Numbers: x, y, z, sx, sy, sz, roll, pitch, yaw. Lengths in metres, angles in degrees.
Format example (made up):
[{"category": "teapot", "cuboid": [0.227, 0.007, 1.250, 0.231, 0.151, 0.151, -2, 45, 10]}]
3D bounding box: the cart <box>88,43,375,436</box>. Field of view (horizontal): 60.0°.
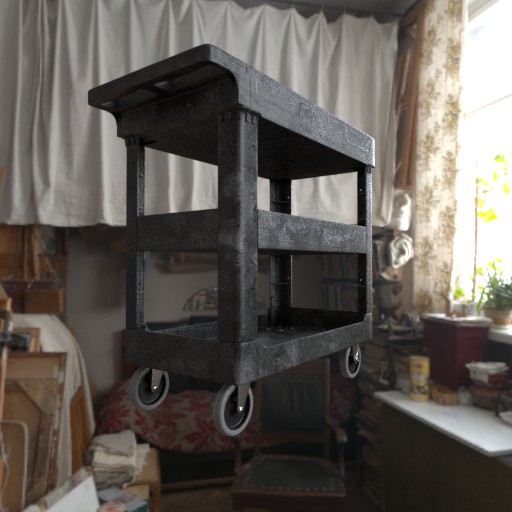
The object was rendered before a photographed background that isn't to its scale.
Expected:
[{"category": "cart", "cuboid": [0.000, 0.000, 1.330, 0.420, 0.824, 0.877, -1, -1, 37]}]
